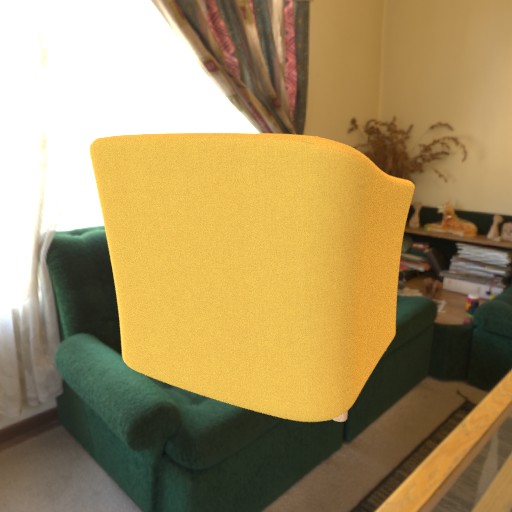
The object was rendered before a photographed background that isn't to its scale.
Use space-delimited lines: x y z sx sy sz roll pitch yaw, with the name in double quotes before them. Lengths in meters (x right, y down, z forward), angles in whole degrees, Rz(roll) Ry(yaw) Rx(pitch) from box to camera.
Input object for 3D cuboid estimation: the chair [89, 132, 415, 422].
"chair" 0.000 0.000 1.361 0.790 0.720 0.700 8 16 28
